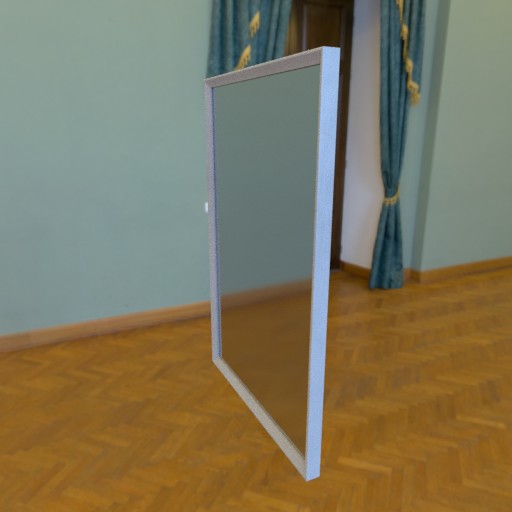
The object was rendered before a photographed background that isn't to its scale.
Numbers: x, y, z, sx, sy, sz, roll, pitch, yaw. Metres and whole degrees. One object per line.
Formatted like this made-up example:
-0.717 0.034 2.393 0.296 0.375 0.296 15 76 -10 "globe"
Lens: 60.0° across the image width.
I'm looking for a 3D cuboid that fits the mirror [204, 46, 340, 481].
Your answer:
0.000 0.000 1.161 0.041 0.915 0.609 -8 18 -25 "mirror"
